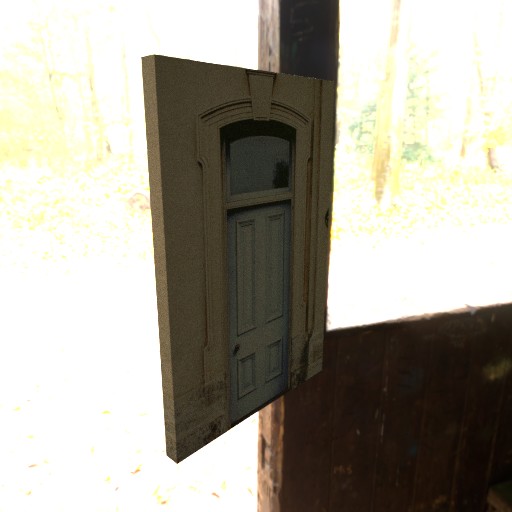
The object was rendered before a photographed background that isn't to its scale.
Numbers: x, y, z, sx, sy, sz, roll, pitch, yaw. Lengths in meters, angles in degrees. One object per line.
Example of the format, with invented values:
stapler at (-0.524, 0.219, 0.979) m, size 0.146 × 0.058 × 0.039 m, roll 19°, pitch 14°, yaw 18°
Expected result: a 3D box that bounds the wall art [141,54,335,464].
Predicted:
wall art at (0.000, 0.000, 0.985) m, size 0.038 × 0.764 × 0.508 m, roll 14°, pitch 21°, yaw 41°
